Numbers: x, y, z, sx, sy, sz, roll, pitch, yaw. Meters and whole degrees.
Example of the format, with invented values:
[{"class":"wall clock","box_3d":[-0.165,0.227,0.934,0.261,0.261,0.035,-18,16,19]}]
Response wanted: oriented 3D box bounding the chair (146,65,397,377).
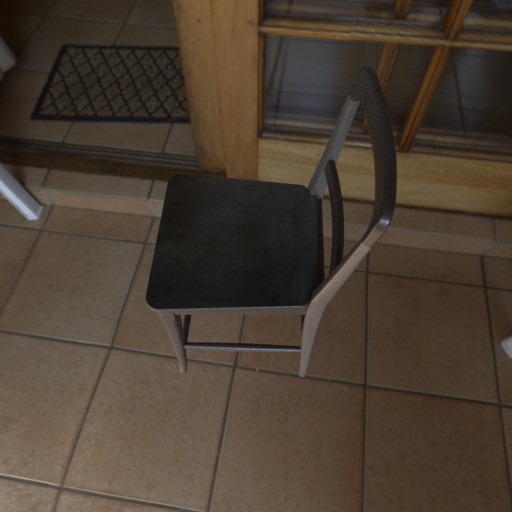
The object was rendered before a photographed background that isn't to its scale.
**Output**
[{"class":"chair","box_3d":[0.000,0.000,1.297,0.546,0.991,0.450,2,59,1]}]
